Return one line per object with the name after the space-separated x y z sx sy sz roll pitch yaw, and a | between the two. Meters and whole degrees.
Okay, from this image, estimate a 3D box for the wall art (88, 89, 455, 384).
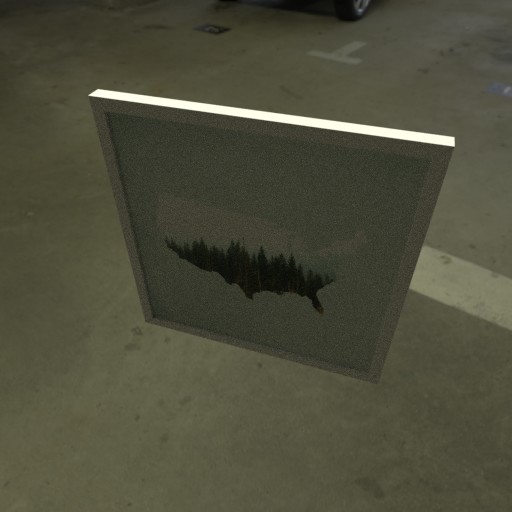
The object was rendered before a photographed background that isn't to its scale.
0.000 0.000 1.148 0.762 0.762 0.038 12 43 13 | wall art
